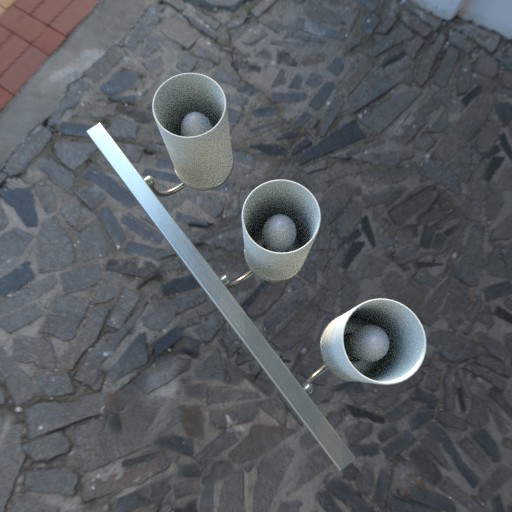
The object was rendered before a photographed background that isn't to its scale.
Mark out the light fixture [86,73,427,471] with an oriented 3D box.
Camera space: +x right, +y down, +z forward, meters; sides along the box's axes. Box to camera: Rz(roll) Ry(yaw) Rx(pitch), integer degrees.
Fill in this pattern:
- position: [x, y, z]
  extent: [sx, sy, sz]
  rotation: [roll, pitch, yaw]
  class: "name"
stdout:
- position: [0.000, 0.000, 0.521]
  extent: [0.145, 0.172, 0.451]
  rotation: [-37, 79, -9]
  class: "light fixture"
